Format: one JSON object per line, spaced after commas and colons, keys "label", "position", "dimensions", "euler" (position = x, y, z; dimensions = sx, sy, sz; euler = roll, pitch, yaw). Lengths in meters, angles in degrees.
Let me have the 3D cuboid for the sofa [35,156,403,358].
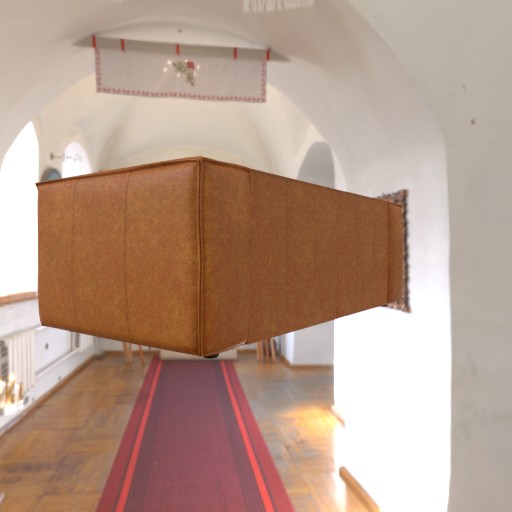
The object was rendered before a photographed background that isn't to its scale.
{"label": "sofa", "position": [0.000, 0.000, 2.558], "dimensions": [1.102, 0.703, 2.088], "euler": [1, 1, 36]}
